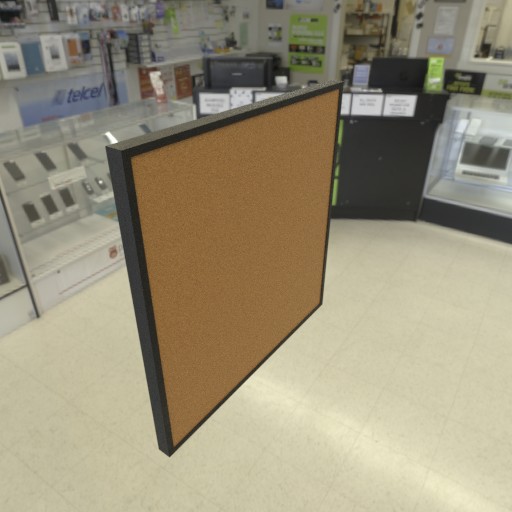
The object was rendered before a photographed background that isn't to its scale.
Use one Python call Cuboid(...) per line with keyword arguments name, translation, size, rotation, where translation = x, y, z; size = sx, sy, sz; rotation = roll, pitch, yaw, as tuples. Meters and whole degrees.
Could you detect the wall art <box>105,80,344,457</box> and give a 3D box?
Cuboid(name="wall art", translation=(0.000, 0.000, 1.157), size=(0.039, 0.763, 0.763), rotation=(21, 37, 31))
